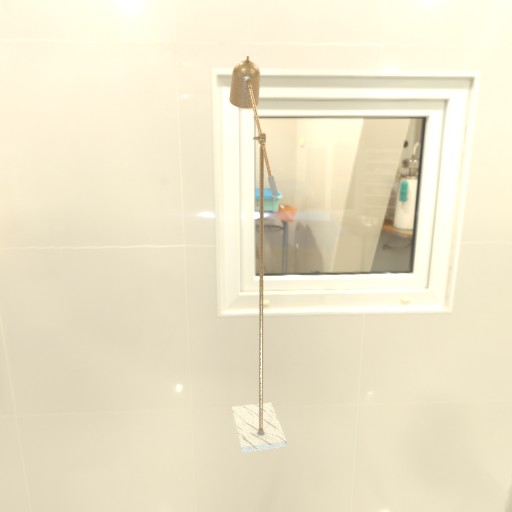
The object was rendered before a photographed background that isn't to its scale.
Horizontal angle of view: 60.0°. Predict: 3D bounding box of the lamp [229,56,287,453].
[{"bbox_3d":[0.000,0.000,1.842,0.194,1.594,0.653,-3,15,-11],"label":"lamp"}]
